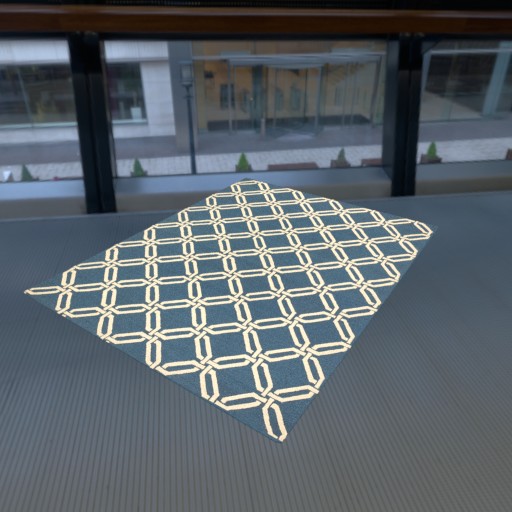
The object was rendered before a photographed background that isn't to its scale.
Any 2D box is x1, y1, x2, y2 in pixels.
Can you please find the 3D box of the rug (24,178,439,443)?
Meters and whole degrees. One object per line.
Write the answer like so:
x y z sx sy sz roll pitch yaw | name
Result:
0.000 0.000 3.772 2.277 0.020 2.867 20 36 29 | rug
